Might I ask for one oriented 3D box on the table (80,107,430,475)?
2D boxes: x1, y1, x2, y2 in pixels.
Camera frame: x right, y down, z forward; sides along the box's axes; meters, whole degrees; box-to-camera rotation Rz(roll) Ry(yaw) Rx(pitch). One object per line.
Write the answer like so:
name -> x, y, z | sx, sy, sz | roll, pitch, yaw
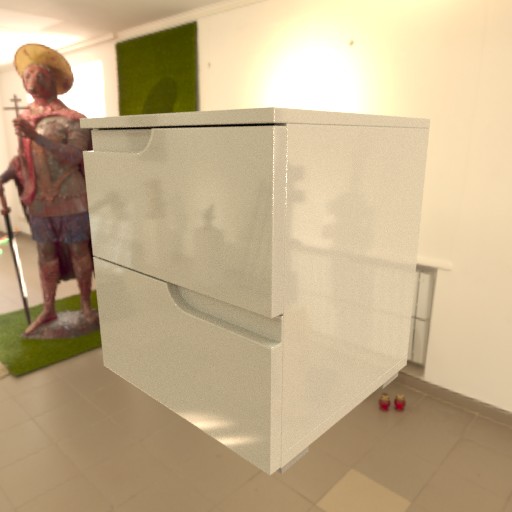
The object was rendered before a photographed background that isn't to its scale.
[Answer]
table -> 0.000, 0.000, 0.793 | 0.420, 0.470, 0.400 | 13, 20, 41
